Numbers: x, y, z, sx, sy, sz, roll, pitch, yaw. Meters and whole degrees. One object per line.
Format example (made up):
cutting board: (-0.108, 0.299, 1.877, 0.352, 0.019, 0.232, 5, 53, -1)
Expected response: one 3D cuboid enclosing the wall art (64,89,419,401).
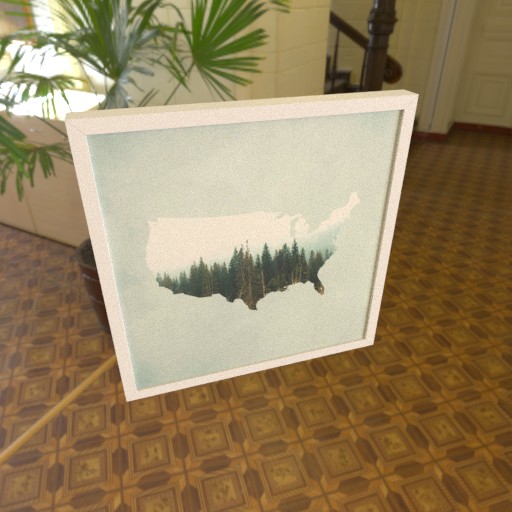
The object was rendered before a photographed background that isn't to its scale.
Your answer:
wall art: (0.000, 0.000, 0.761, 0.509, 0.509, 0.040, -9, 32, -15)
